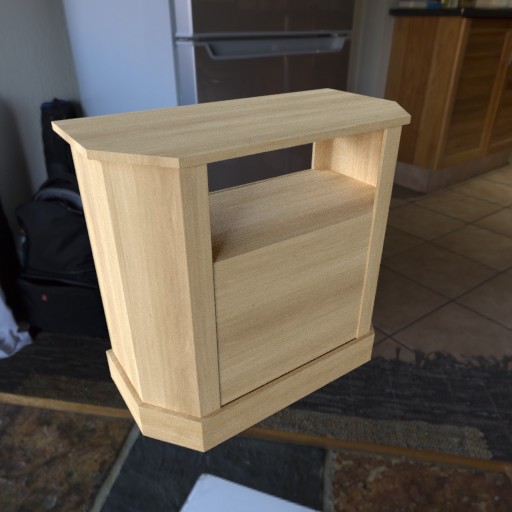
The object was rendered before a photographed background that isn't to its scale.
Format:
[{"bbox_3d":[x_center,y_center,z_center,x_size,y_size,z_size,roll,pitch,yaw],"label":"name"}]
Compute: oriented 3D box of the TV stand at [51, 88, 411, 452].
[{"bbox_3d":[0.000,0.000,1.267,0.851,0.781,0.425,-18,34,-29],"label":"TV stand"}]
